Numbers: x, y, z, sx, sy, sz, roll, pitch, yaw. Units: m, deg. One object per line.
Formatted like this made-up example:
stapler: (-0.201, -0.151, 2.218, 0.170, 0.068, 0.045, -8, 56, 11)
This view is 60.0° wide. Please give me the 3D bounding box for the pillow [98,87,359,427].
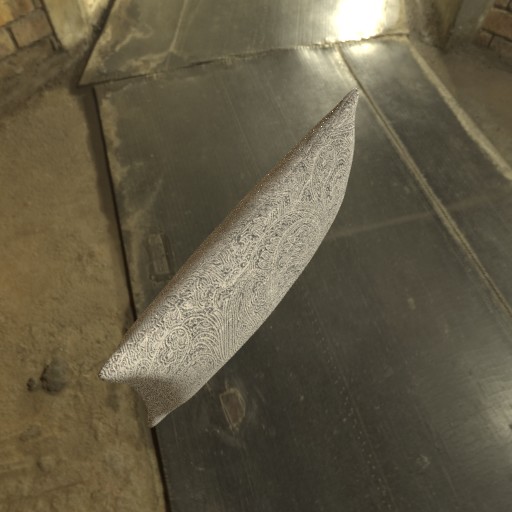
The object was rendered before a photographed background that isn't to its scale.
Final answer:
pillow: (0.000, 0.000, 0.756, 0.151, 0.295, 0.615, 31, 63, 18)
